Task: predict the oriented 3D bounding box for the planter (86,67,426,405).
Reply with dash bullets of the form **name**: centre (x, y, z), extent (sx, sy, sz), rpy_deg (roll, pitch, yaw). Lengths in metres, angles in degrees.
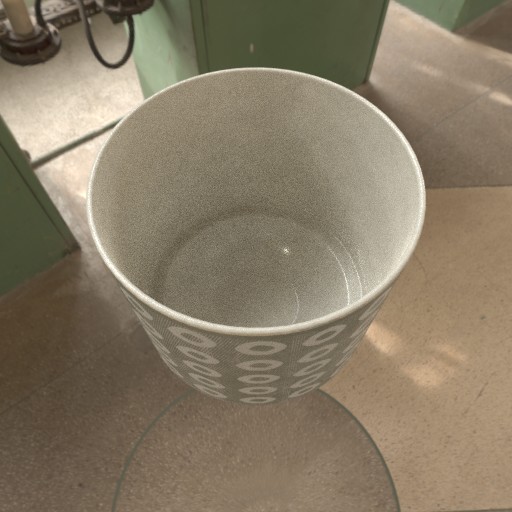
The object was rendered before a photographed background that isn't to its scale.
- **planter**: centre (0.000, 0.000, 0.329), extent (0.190, 0.181, 0.190), rpy_deg (0, 60, 0)
